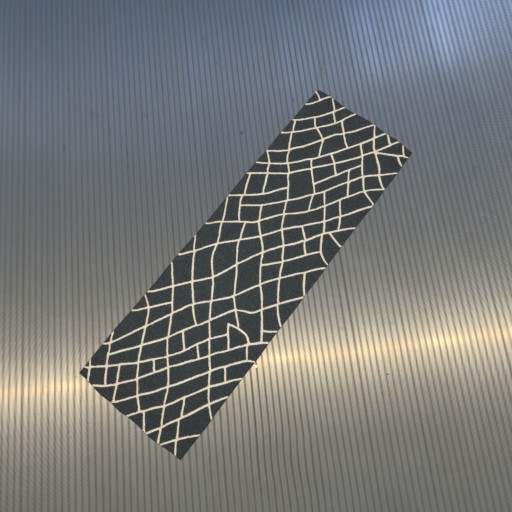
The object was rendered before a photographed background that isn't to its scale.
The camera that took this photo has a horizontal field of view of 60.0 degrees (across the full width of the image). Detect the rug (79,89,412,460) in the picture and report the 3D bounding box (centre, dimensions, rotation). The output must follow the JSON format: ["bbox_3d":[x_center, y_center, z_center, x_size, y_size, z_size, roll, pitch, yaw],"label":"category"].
[{"bbox_3d":[0.000,0.000,2.835,0.807,0.010,2.476,37,79,8],"label":"rug"}]
